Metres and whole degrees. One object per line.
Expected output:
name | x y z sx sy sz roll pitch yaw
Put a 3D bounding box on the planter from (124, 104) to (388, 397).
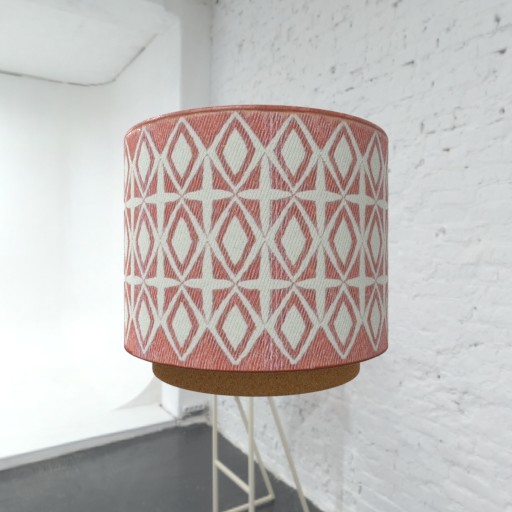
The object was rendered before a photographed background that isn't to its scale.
planter | 0.000 0.000 0.478 0.273 0.237 0.273 0 0 0
